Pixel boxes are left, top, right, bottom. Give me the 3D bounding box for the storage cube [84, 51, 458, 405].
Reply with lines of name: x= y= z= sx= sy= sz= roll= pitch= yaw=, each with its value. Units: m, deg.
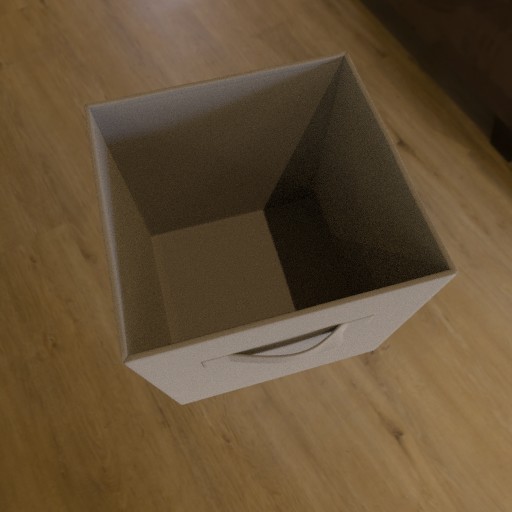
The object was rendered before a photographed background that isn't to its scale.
storage cube: x=0.000 y=0.000 z=0.505 sx=0.270 sy=0.280 sz=0.270 roll=-14 pitch=66 yaw=-6
